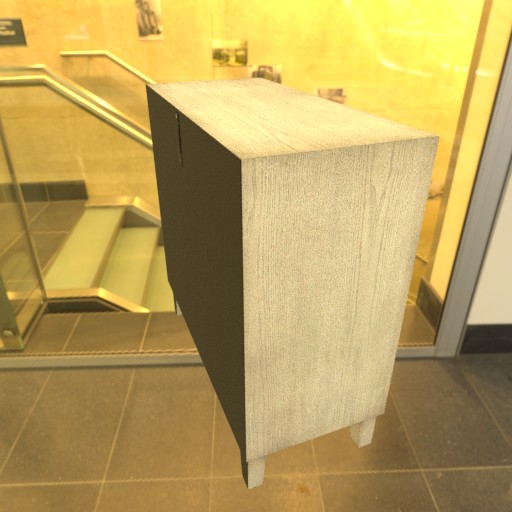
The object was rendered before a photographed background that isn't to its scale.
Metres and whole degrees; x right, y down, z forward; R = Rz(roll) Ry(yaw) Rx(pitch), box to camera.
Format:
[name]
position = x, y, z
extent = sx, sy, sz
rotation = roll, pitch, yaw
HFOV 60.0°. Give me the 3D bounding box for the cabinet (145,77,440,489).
[cabinet]
position = 0.000, 0.000, 1.188
extent = 0.370, 0.787, 0.781
rotation = -11, 31, -19
